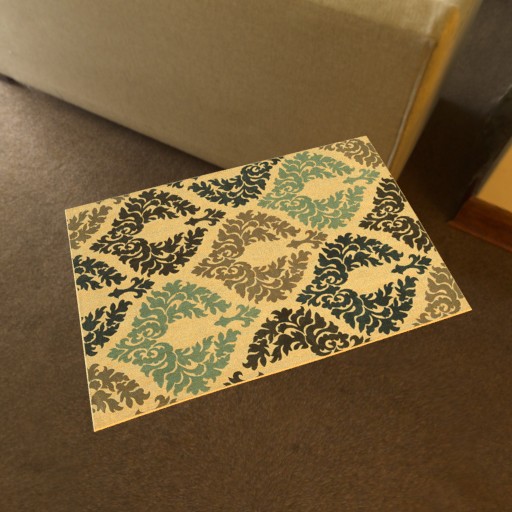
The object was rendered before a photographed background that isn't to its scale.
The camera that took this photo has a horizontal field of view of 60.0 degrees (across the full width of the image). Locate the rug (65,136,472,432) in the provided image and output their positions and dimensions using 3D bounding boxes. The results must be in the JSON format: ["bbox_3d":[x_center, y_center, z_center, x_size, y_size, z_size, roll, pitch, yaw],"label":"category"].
[{"bbox_3d":[0.000,0.000,2.864,2.275,0.014,1.514,-16,61,-9],"label":"rug"}]
